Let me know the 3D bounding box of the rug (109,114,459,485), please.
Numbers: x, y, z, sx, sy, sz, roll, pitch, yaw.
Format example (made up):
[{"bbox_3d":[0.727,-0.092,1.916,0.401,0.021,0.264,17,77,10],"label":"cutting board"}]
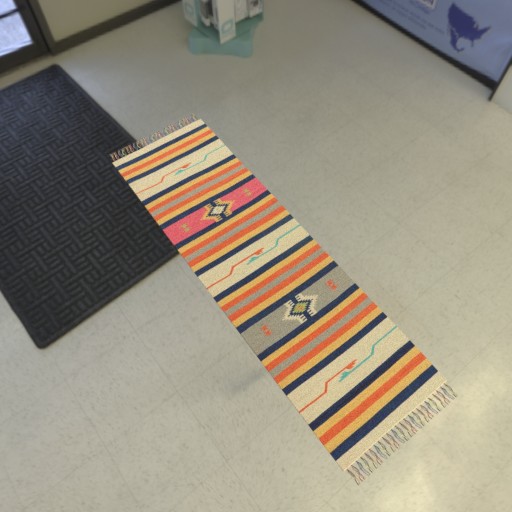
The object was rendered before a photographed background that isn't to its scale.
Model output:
[{"bbox_3d":[0.000,0.000,2.577,0.695,0.017,2.455,-32,64,-17],"label":"rug"}]
